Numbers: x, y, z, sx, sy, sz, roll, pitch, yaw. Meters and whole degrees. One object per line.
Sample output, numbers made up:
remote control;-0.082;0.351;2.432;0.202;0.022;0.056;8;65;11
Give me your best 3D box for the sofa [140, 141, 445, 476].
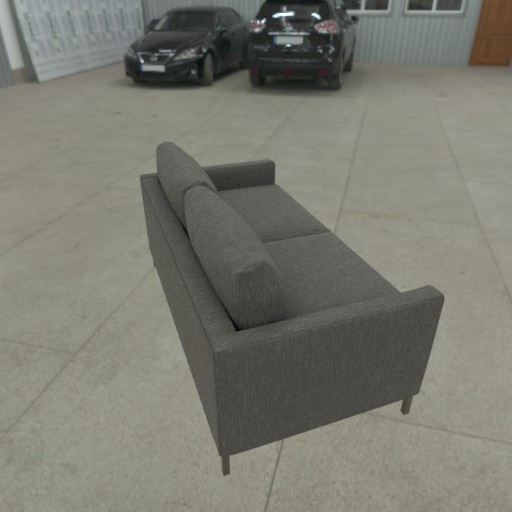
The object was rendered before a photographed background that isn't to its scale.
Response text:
sofa;0.000;0.000;2.204;0.875;0.840;1.682;-11;32;-18
